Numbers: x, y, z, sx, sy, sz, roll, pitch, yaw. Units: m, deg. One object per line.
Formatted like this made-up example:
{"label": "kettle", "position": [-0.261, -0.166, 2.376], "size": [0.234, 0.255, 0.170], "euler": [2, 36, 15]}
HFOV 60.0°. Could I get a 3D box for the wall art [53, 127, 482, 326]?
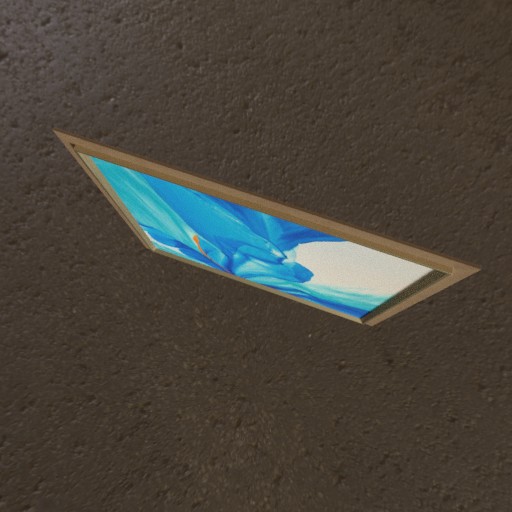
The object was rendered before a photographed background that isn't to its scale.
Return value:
{"label": "wall art", "position": [0.000, 0.000, 1.653], "size": [1.168, 1.067, 0.025], "euler": [19, 75, 5]}
